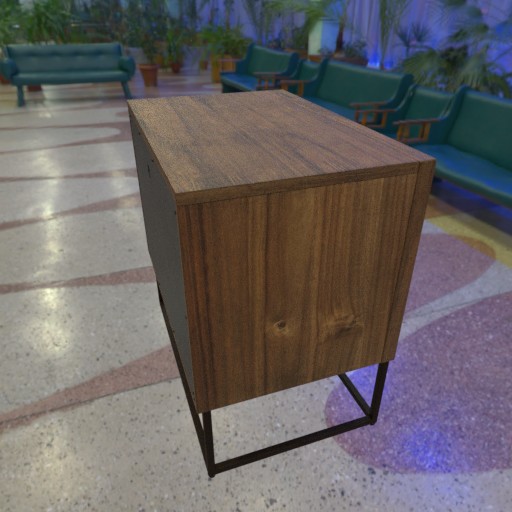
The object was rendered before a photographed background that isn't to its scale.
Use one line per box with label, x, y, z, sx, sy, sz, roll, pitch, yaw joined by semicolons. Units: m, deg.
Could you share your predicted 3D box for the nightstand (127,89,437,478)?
nightstand;0.000;0.000;1.025;0.437;0.610;0.610;-10;32;-17
